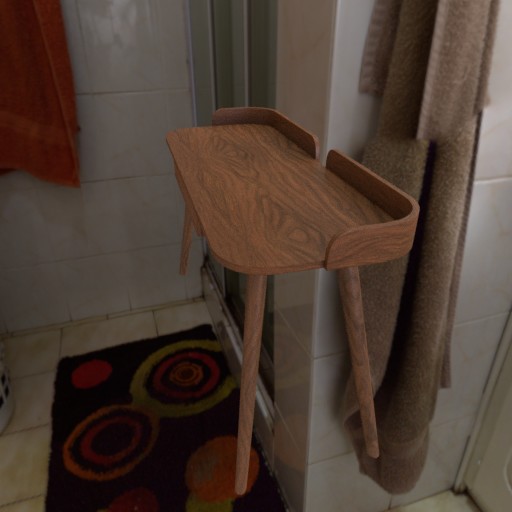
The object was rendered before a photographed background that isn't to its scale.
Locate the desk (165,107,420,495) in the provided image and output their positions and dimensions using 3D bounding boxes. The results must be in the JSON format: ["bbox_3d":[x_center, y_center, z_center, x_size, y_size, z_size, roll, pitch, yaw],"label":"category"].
[{"bbox_3d":[0.000,0.000,1.621,0.486,0.800,1.256,-8,31,-14],"label":"desk"}]
